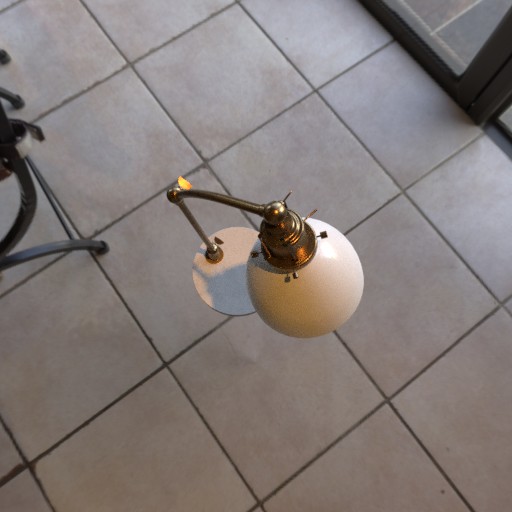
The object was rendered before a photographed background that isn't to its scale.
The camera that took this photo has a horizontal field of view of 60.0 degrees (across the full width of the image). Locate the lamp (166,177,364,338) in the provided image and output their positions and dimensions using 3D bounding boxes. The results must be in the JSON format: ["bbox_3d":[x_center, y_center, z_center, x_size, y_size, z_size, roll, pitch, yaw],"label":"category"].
[{"bbox_3d":[0.000,0.000,0.677,0.317,0.522,0.186,34,79,8],"label":"lamp"}]
